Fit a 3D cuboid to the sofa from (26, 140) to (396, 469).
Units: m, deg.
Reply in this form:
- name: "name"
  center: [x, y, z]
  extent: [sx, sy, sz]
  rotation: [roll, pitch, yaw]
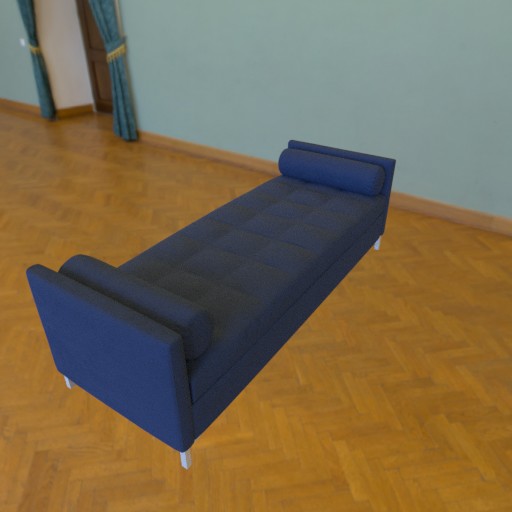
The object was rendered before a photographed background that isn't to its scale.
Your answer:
- name: "sofa"
  center: [0.000, 0.000, 2.432]
  extent: [0.797, 0.657, 2.102]
  rotation: [19, 36, 29]
